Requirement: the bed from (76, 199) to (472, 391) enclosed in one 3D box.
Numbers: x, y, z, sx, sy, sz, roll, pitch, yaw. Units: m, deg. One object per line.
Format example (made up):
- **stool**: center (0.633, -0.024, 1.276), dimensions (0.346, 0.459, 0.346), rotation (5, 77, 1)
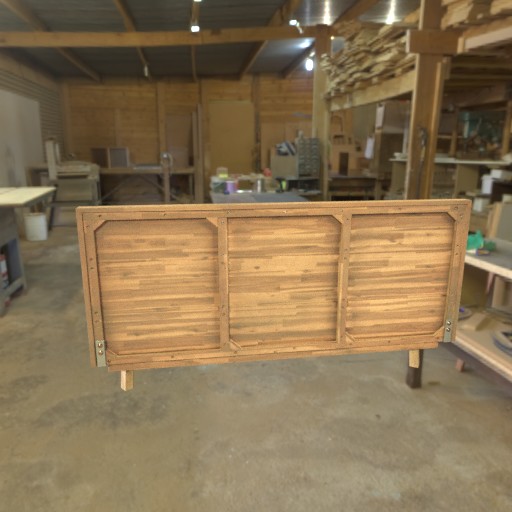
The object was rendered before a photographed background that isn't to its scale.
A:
- **bed**: center (0.000, 0.000, 3.490), dimensions (2.116, 1.100, 2.167), rotation (-2, 14, -8)
